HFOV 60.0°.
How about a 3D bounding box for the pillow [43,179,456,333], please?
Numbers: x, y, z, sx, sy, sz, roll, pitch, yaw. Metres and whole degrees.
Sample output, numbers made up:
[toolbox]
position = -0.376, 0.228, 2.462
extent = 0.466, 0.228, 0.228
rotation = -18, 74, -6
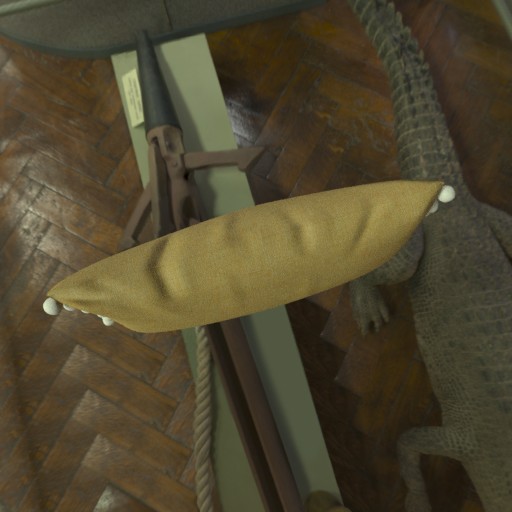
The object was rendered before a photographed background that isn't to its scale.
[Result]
[pillow]
position = 0.000, 0.000, 0.847
extent = 0.709, 0.322, 0.201
rotation = -16, 77, -4
